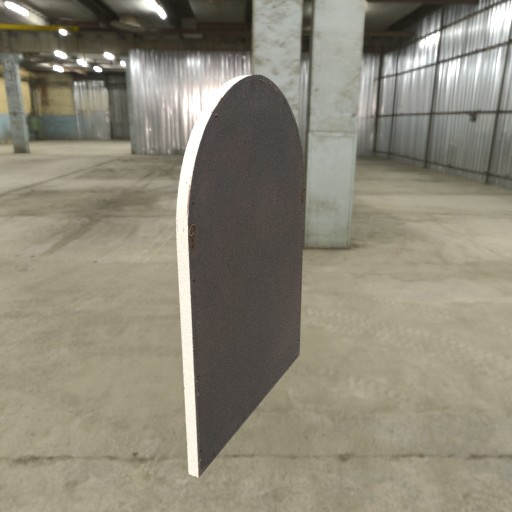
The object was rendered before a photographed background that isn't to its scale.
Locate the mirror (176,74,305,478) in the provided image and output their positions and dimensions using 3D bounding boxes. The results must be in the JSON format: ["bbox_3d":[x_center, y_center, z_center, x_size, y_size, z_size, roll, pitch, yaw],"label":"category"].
[{"bbox_3d":[0.000,0.000,1.211,0.032,0.920,0.660,8,18,25],"label":"mirror"}]
